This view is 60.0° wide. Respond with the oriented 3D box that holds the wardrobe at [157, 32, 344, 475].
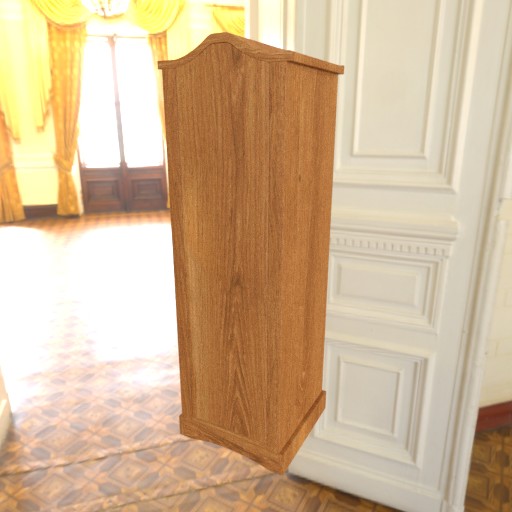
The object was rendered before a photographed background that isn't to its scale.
[{"bbox_3d":[0.000,0.000,2.130,0.590,1.870,0.570,9,20,27],"label":"wardrobe"}]
